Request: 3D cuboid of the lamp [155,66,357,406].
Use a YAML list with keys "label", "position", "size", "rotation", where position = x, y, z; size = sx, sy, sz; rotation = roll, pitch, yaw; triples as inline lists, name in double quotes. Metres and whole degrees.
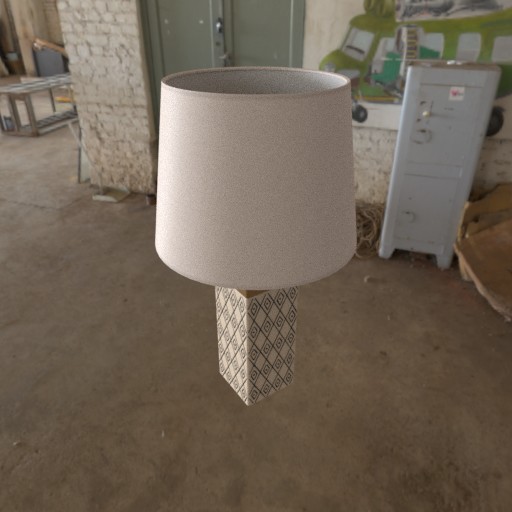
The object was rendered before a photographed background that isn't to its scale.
- label: "lamp"
  position: [0.000, 0.000, 0.579]
  size: [0.251, 0.435, 0.251]
  rotation: [0, 30, 0]
